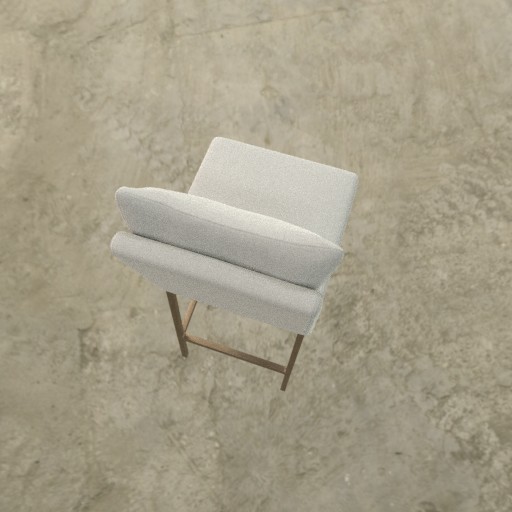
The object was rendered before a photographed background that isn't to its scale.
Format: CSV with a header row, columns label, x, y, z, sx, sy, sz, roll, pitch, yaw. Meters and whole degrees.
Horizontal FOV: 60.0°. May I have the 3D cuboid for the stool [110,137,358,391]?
label,x,y,z,sx,sy,sz,roll,pitch,yaw
stool,0.000,0.000,1.345,0.463,1.032,0.572,16,65,8
